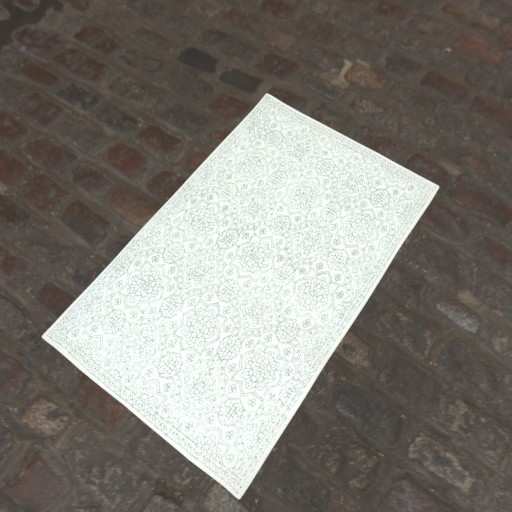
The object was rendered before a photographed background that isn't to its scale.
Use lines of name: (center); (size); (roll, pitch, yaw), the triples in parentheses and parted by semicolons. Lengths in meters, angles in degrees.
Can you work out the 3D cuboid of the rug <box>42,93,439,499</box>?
rug: (0.000, 0.000, 2.948); (1.518, 0.023, 2.434); (33, 69, 14)
